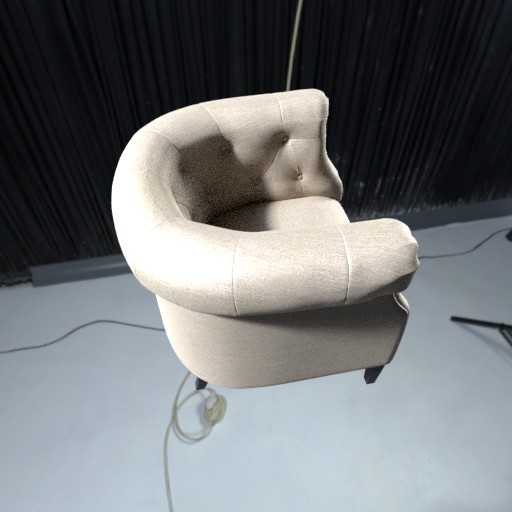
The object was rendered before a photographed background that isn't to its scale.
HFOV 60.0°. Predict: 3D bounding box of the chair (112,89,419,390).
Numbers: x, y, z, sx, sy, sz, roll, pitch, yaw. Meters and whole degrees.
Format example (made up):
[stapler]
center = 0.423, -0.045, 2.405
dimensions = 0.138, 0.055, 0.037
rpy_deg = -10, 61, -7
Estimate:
[chair]
center = 0.000, 0.000, 1.576
dimensions = 0.852, 0.827, 0.905
rpy_deg = -8, 48, -8
